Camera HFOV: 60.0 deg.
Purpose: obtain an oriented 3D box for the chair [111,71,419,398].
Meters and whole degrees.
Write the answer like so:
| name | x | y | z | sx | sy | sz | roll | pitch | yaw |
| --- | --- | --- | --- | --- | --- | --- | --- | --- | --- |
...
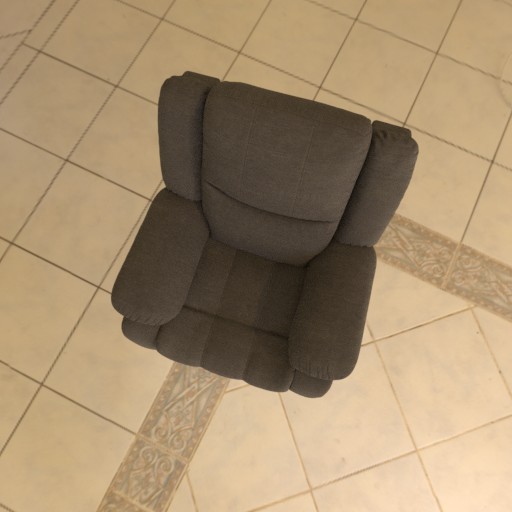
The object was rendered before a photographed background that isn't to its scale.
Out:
| name | x | y | z | sx | sy | sz | roll | pitch | yaw |
| --- | --- | --- | --- | --- | --- | --- | --- | --- | --- |
| chair | 0.000 | 0.000 | 1.720 | 0.899 | 1.008 | 0.944 | 16 | 76 | 4 |
